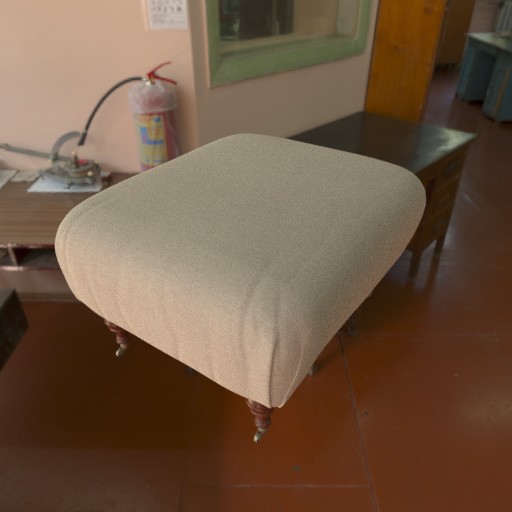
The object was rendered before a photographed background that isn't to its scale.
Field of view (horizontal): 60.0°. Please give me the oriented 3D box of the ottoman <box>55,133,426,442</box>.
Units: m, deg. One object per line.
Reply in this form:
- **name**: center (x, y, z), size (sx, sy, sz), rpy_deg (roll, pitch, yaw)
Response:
- **ottoman**: center (0.000, 0.000, 1.138), size (0.639, 0.450, 0.746), rpy_deg (21, 39, 28)
